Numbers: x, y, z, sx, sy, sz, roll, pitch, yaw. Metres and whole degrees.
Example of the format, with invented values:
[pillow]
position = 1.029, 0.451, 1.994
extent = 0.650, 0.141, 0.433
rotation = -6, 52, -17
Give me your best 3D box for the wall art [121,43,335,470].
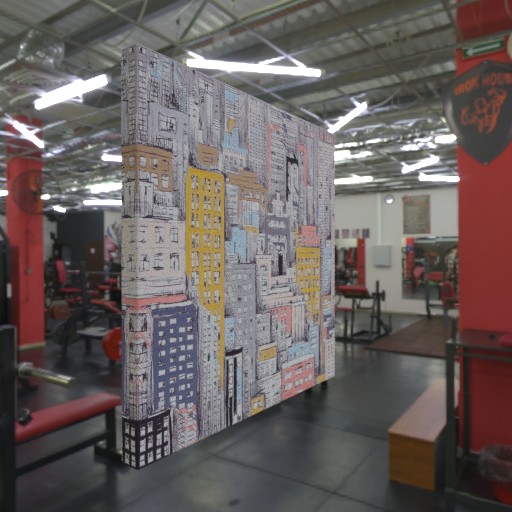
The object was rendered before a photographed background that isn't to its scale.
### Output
[wall art]
position = 0.000, 0.000, 1.102
extent = 0.048, 0.762, 0.761
rotation = 0, 1, 37
